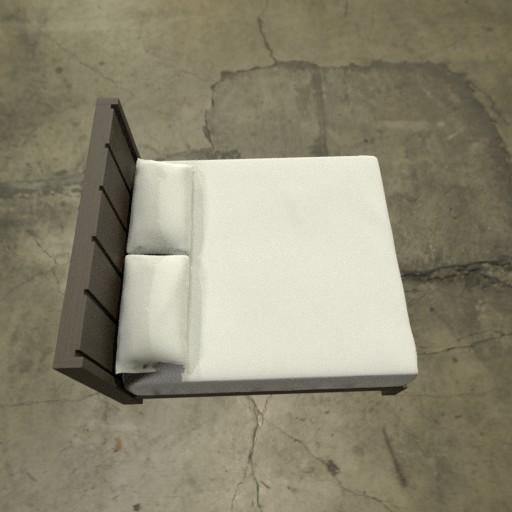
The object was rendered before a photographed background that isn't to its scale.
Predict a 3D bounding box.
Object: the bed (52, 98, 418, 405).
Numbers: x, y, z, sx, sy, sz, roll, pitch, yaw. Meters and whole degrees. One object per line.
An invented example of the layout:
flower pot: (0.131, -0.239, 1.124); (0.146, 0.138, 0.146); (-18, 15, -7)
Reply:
bed: (0.000, 0.000, 3.060); (1.992, 1.261, 1.735); (-2, 64, -1)
